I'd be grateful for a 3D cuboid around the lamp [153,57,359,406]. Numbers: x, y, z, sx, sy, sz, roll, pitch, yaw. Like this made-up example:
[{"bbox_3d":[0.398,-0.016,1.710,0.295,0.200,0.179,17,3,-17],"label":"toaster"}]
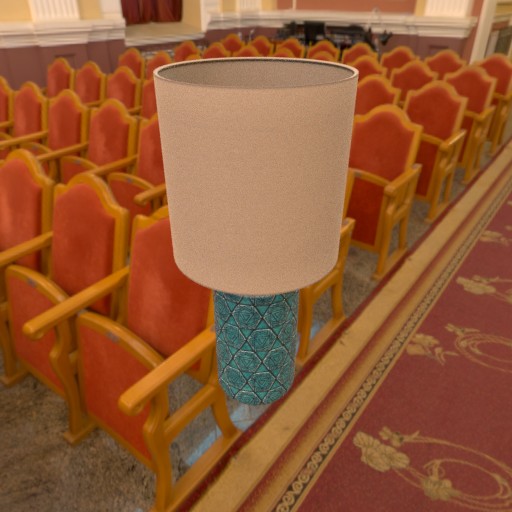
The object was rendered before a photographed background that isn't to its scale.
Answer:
[{"bbox_3d":[0.000,0.000,0.762,0.278,0.597,0.278,21,37,32],"label":"lamp"}]
